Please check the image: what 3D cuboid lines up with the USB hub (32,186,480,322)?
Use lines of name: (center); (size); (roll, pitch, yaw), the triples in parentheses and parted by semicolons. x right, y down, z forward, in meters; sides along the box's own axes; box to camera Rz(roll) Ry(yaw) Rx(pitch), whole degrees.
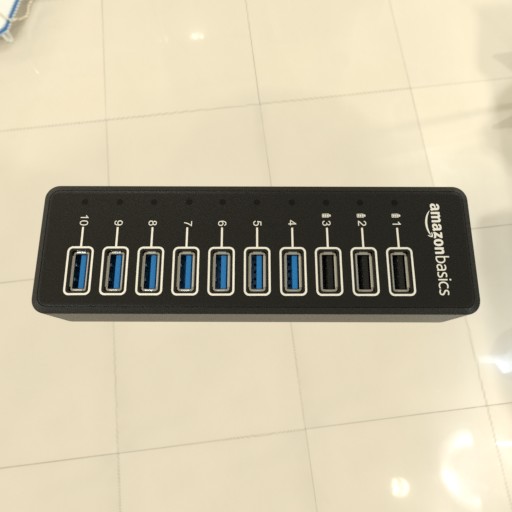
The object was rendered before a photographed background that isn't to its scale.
USB hub: (0.000, 0.000, 0.158); (0.145, 0.023, 0.044); (0, 75, 0)
